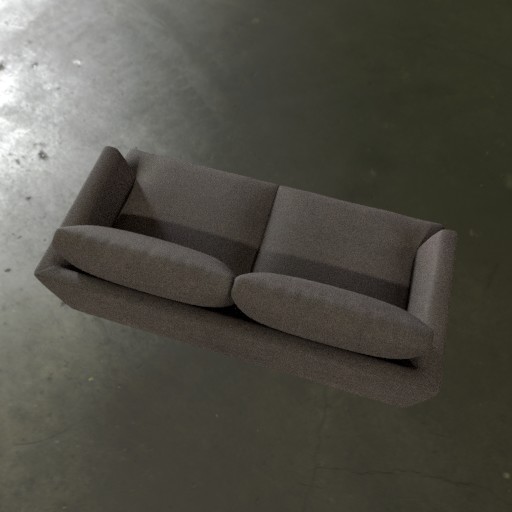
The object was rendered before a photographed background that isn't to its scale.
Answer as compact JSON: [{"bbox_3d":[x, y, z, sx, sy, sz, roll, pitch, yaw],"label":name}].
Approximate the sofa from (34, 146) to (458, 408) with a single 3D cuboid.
[{"bbox_3d":[0.000,0.000,2.401,1.948,0.868,1.020,15,65,7],"label":"sofa"}]
